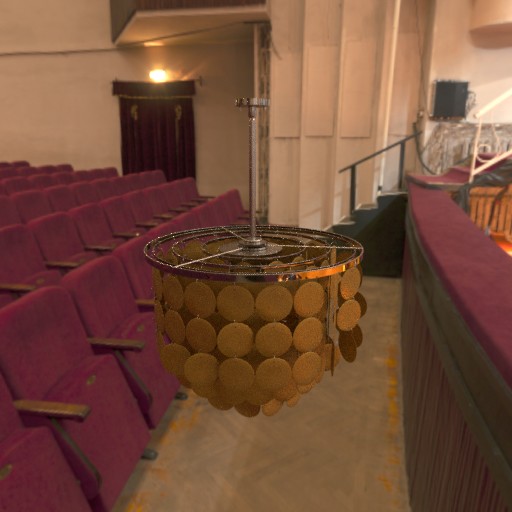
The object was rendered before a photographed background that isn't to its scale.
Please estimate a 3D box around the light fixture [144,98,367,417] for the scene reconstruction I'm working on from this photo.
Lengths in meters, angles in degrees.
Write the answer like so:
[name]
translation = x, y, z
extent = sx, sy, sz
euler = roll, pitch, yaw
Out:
[light fixture]
translation = 0.000, 0.000, 0.738
extent = 0.368, 0.492, 0.368
euler = 0, 14, 0
